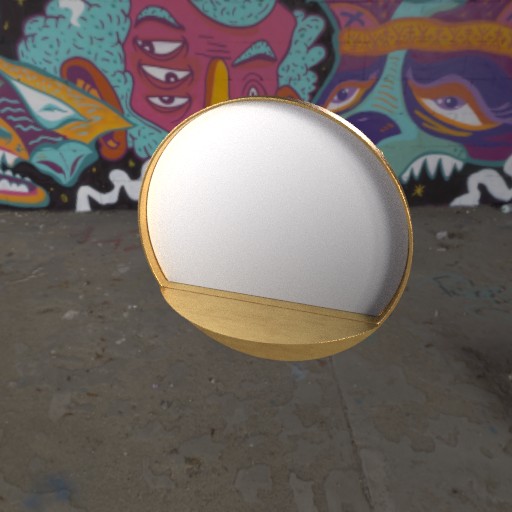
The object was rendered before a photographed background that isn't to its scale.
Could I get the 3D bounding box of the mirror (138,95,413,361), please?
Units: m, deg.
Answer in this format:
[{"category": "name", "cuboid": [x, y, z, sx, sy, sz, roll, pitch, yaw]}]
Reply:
[{"category": "mirror", "cuboid": [0.000, 0.000, 0.686, 0.457, 0.457, 0.133, 8, 28, 16]}]
